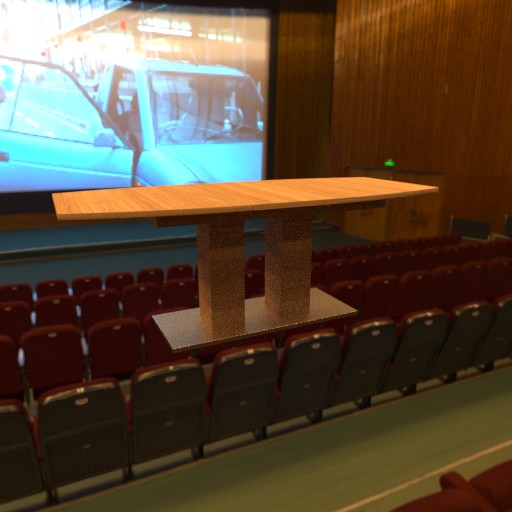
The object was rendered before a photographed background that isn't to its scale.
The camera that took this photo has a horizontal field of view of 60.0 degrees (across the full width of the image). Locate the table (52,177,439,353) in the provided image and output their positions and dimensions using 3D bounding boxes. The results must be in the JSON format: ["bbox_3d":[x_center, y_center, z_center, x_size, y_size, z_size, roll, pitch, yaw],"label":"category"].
[{"bbox_3d":[0.000,0.000,2.538,2.032,0.750,0.900,-7,17,-25],"label":"table"}]
